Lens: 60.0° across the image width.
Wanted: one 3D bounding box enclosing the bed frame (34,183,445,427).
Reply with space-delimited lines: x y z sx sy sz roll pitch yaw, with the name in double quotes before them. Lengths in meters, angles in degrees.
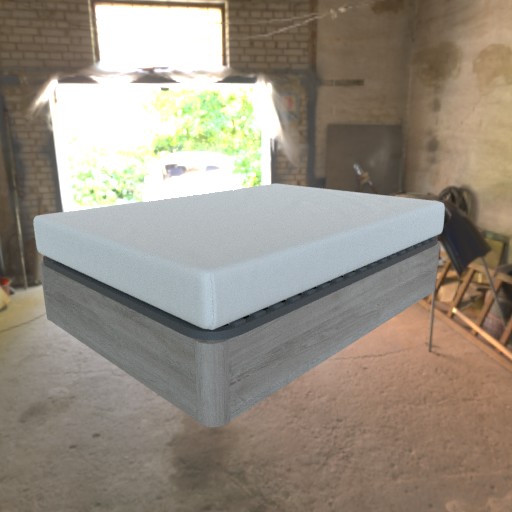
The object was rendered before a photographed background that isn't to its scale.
"bed frame" 0.000 0.000 2.536 1.400 0.561 1.900 15 22 41
